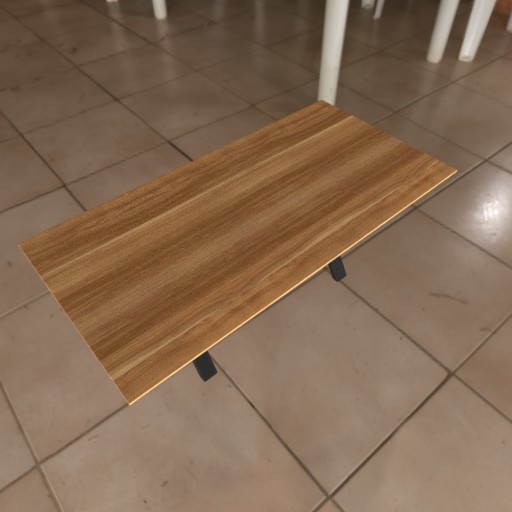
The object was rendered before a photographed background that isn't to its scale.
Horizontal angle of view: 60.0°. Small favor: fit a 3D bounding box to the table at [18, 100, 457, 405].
[{"bbox_3d":[0.000,0.000,2.483,2.000,0.770,1.000,-33,55,-26],"label":"table"}]
